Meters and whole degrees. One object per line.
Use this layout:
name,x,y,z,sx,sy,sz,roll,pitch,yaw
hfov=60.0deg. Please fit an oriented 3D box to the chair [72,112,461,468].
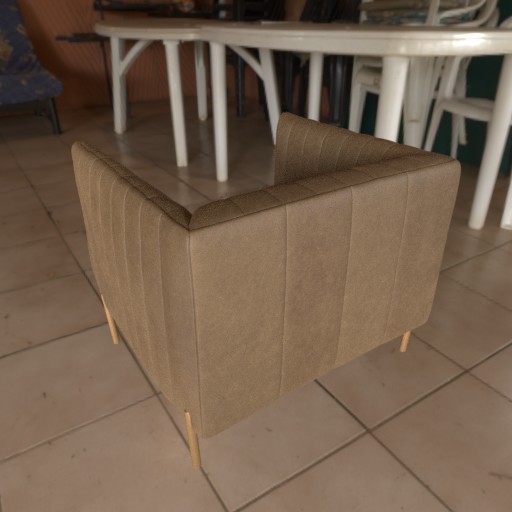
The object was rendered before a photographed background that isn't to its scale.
chair,0.000,0.000,1.565,0.981,0.779,0.876,-18,33,-29
